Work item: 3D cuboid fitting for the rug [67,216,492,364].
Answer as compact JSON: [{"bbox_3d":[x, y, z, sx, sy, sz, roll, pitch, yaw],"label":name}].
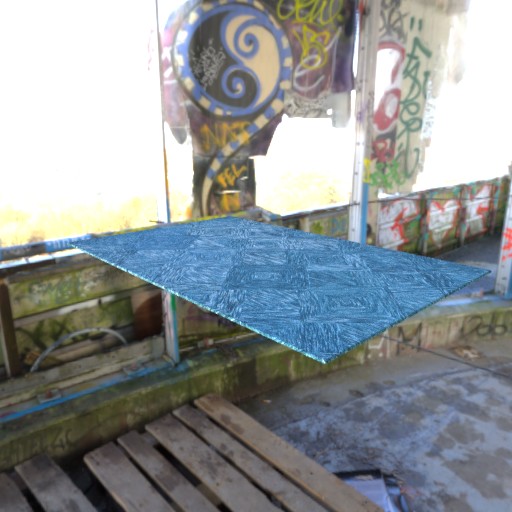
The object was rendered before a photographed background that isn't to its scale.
[{"bbox_3d":[0.000,0.000,2.793,1.490,0.015,2.277,-14,21,-41],"label":"rug"}]
